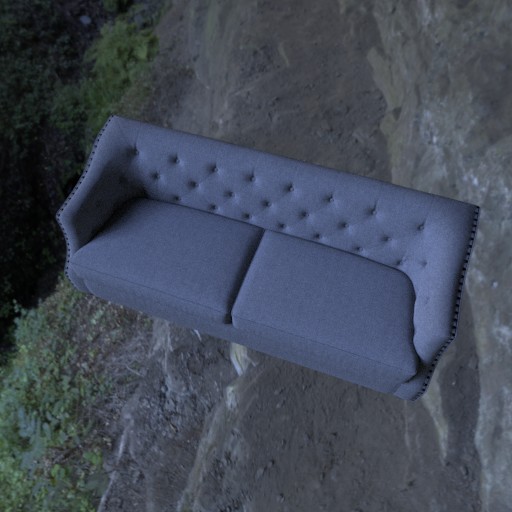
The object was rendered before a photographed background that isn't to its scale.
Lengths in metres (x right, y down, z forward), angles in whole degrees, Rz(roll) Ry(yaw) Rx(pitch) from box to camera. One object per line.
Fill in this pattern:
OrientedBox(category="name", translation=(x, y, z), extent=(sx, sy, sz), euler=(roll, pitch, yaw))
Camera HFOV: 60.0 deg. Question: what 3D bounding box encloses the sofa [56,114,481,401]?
OrientedBox(category="sofa", translation=(0.000, 0.000, 2.668), extent=(2.235, 0.901, 0.914), euler=(16, 59, 10))
